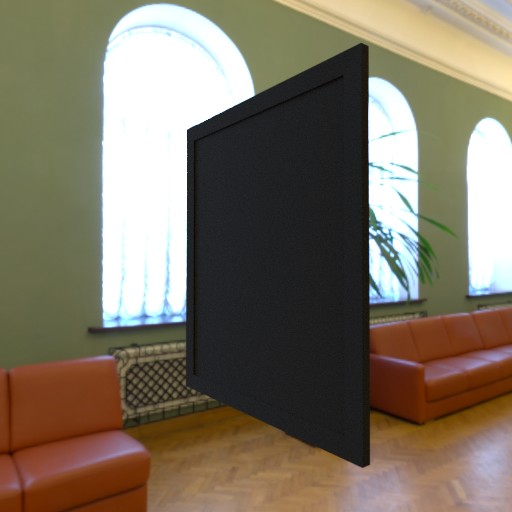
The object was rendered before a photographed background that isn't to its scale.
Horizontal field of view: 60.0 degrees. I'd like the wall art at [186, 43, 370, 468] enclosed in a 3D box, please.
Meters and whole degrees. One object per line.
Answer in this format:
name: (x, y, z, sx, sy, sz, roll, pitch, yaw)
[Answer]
wall art: (0.000, 0.000, 0.503, 0.010, 0.361, 0.311, 1, -1, -37)
